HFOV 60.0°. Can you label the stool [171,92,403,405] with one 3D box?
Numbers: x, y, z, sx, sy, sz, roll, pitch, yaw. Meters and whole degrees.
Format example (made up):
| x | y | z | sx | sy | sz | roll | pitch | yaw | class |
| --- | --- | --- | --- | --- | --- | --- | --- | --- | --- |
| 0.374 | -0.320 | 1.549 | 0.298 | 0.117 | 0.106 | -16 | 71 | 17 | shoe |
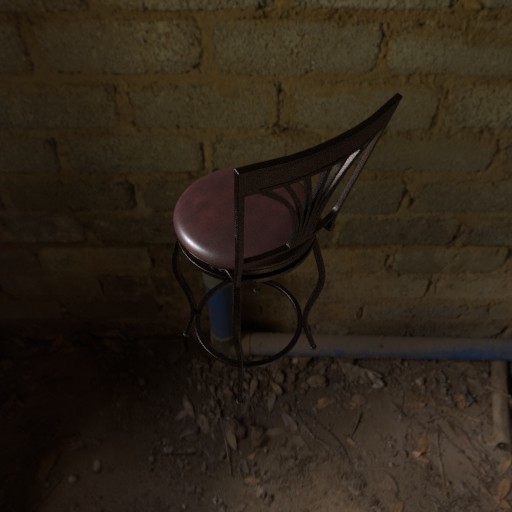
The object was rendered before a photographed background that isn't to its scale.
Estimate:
| x | y | z | sx | sy | sz | roll | pitch | yaw | class |
| --- | --- | --- | --- | --- | --- | --- | --- | --- | --- |
| 0.000 | 0.000 | 1.381 | 0.433 | 1.117 | 0.514 | -30 | 55 | -24 | stool |
